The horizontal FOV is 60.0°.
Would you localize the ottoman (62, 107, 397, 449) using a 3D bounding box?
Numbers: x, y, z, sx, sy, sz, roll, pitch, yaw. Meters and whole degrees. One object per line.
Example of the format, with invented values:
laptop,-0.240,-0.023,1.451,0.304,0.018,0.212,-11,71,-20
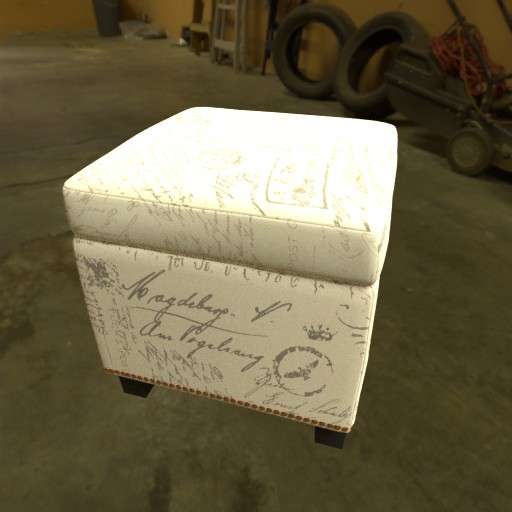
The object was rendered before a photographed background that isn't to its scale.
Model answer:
ottoman,0.000,0.000,0.834,0.450,0.457,0.449,9,33,14
